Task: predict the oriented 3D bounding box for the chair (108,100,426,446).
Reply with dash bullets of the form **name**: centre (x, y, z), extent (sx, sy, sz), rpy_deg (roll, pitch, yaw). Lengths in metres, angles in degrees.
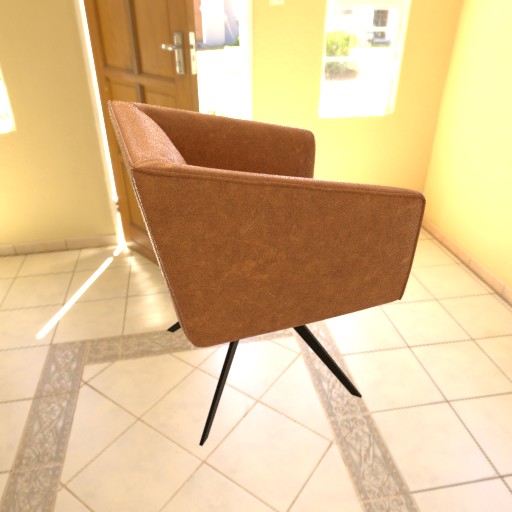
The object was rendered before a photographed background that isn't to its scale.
- **chair**: centre (0.000, 0.000, 1.207), extent (0.625, 0.760, 0.588), rpy_deg (-10, 32, -17)
